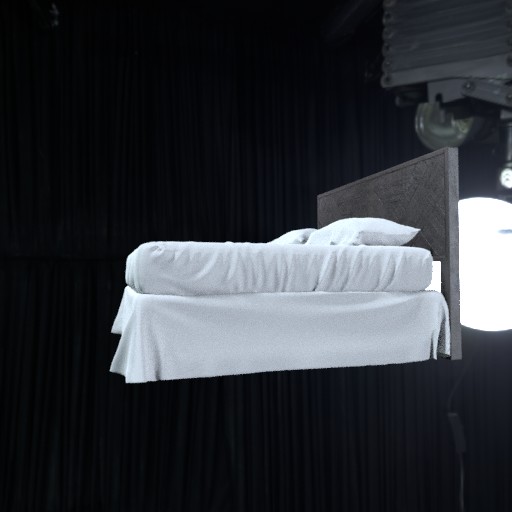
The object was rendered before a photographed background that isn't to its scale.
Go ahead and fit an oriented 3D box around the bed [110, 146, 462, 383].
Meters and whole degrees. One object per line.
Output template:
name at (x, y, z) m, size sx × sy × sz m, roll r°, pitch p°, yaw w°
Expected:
bed at (0.000, 0.000, 2.883) m, size 1.785 × 1.142 × 1.772 m, roll 1°, pitch -2°, yaw -18°
